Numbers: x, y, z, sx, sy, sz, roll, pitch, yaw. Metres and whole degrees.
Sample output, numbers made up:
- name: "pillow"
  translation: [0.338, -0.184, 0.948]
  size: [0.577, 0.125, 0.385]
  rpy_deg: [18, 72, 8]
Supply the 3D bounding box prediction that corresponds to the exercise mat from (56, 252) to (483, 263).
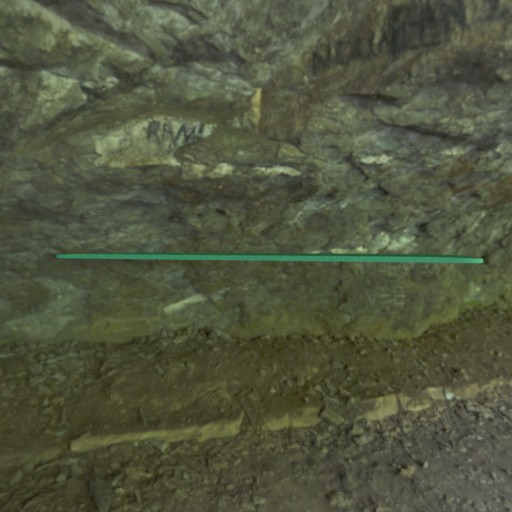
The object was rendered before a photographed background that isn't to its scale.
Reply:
- name: "exercise mat"
  translation: [0.000, 0.000, 2.104]
  size: [1.869, 0.021, 0.616]
  rpy_deg: [0, 1, 19]
